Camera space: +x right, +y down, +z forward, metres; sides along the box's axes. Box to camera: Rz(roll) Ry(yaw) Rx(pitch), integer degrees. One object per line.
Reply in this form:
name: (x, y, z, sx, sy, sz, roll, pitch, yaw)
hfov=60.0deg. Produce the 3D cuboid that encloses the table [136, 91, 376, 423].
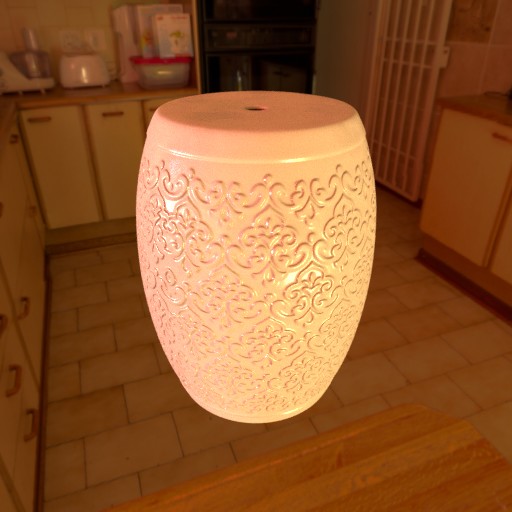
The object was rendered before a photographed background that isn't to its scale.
table: (0.000, 0.000, 0.609, 0.309, 0.397, 0.309, 0, 29, 0)
